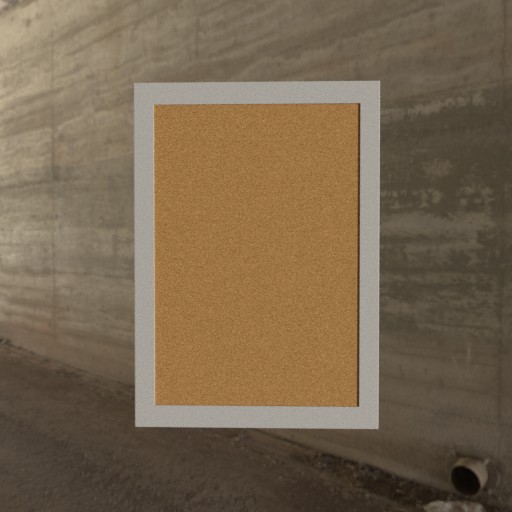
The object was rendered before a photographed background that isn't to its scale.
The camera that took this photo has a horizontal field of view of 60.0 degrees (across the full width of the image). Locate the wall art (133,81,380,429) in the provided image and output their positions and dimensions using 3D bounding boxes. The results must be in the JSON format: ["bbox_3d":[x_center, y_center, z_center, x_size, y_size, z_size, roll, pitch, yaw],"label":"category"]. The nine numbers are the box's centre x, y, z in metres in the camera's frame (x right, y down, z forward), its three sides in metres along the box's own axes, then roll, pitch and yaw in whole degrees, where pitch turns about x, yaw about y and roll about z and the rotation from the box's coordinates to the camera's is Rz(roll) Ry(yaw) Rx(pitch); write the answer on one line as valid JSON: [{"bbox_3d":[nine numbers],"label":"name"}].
[{"bbox_3d":[0.000,0.000,0.682,0.374,0.529,0.012,0,1,1],"label":"wall art"}]
